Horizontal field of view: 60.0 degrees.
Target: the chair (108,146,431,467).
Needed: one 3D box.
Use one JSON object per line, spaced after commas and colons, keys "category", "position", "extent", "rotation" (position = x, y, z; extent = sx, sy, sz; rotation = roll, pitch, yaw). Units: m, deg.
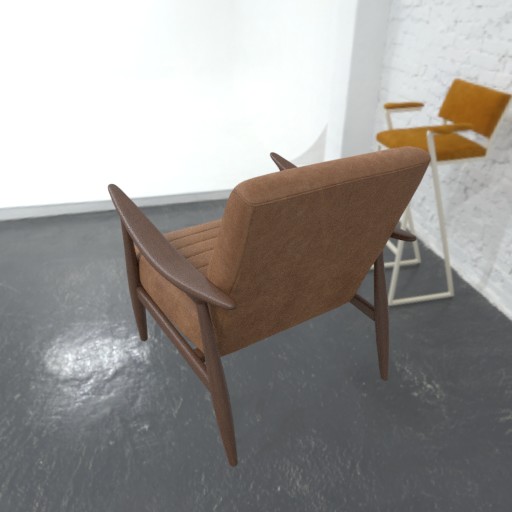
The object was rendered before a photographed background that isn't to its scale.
{"category": "chair", "position": [0.000, 0.000, 1.459], "extent": [0.741, 0.832, 0.798], "rotation": [-18, 35, -28]}
